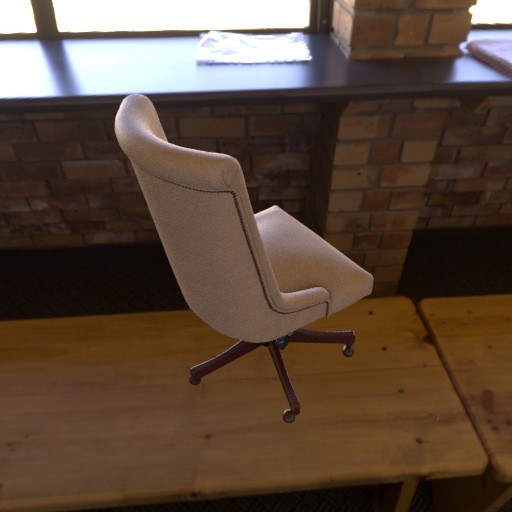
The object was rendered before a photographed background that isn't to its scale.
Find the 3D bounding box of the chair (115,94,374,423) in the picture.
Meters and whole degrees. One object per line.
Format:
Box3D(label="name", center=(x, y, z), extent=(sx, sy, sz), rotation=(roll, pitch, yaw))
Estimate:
Box3D(label="chair", center=(0.000, 0.000, 1.422), extent=(0.696, 1.010, 0.645), rotation=(-25, 46, -27))
